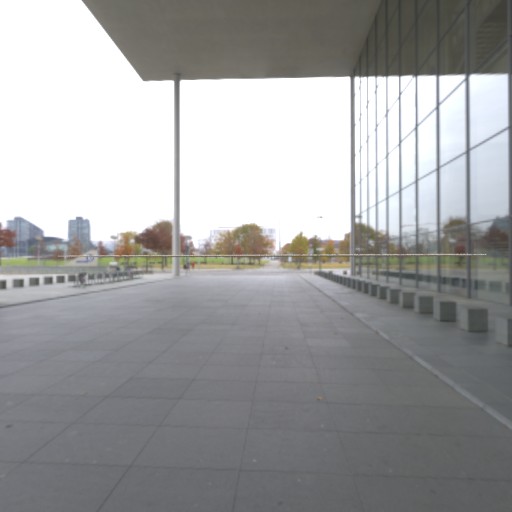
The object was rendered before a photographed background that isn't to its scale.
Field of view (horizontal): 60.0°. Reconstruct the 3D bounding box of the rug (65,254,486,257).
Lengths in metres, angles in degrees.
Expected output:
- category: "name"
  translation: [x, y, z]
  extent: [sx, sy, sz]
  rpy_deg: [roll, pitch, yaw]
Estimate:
- category: "rug"
  translation: [0.000, 0.000, 2.744]
  extent: [2.464, 0.005, 0.660]
  rpy_deg: [0, -1, 18]
